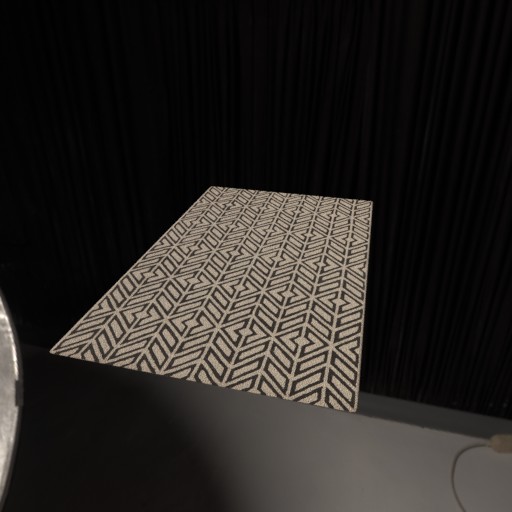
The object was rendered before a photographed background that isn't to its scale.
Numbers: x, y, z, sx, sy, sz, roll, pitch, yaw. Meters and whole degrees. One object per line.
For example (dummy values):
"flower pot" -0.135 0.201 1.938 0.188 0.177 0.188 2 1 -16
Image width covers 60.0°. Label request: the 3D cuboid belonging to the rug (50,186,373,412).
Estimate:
"rug" 0.000 0.000 3.086 1.523 0.008 2.438 7 30 13
